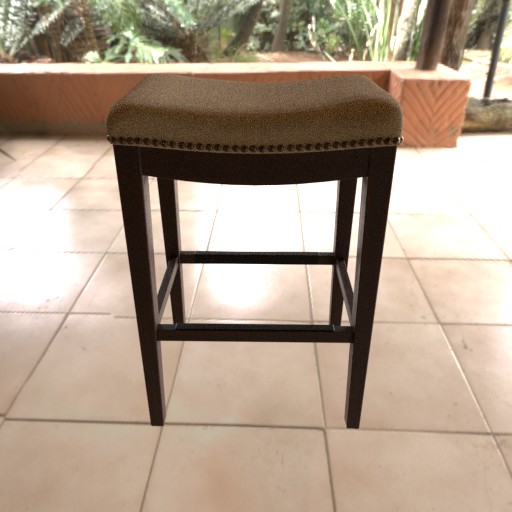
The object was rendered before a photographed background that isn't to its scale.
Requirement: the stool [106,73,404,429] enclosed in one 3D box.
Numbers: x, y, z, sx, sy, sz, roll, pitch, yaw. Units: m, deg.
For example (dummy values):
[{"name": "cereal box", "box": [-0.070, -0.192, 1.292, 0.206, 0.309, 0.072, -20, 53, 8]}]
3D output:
[{"name": "stool", "box": [0.000, 0.000, 1.039, 0.509, 0.768, 0.363, 0, 31, 1]}]
